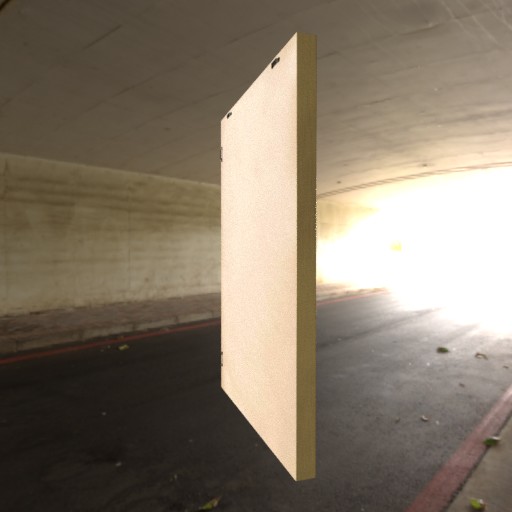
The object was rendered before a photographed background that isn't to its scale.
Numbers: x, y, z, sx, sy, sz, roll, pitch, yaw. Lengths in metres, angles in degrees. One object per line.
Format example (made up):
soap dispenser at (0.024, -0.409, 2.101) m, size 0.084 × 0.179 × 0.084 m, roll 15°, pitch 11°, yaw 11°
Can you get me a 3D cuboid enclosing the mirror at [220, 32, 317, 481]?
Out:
mirror at (0.000, 0.000, 0.946) m, size 0.040 × 0.710 × 0.507 m, roll 0°, pitch 1°, yaw -18°
